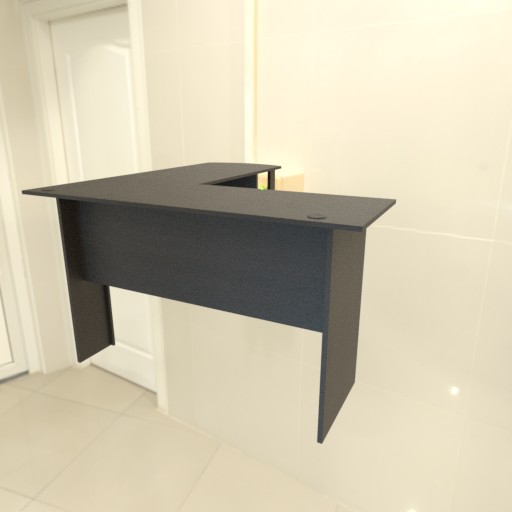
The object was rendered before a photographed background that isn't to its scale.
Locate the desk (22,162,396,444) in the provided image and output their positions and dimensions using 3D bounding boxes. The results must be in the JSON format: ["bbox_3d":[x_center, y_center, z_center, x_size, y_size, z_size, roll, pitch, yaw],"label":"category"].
[{"bbox_3d":[0.000,0.000,2.082,1.303,0.716,1.361,9,19,26],"label":"desk"}]
